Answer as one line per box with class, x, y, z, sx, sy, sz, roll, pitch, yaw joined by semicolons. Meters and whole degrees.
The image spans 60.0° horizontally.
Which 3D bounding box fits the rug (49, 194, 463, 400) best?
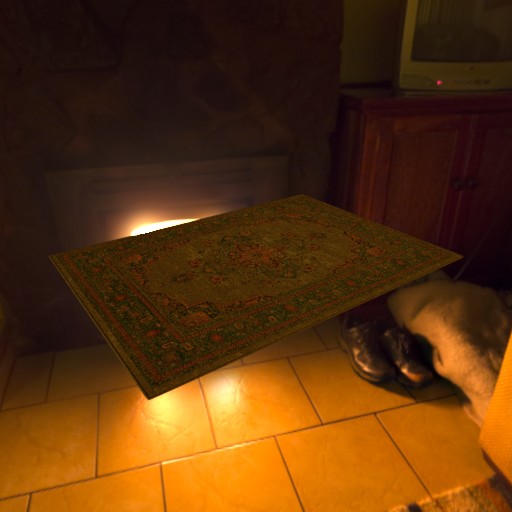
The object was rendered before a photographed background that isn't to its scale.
rug;0.000;0.000;2.919;2.214;0.013;1.609;-18;31;-32
